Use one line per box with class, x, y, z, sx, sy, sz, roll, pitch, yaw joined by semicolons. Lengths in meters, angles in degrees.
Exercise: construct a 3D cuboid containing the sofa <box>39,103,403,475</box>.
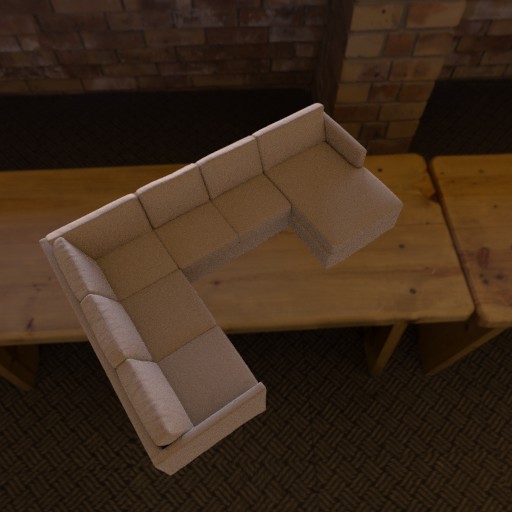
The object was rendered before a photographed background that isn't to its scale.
sofa;0.000;0.000;4.482;3.460;0.882;2.427;-31;64;-17
